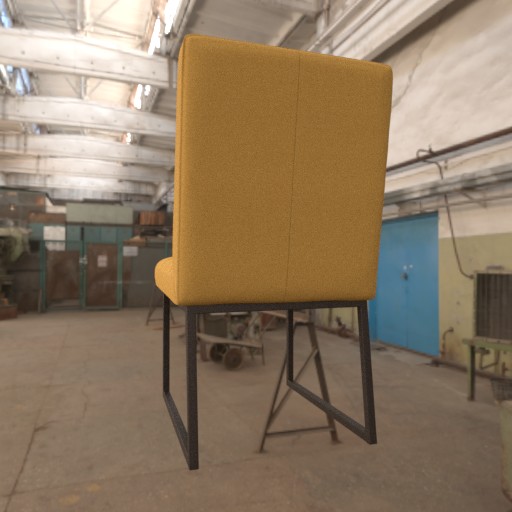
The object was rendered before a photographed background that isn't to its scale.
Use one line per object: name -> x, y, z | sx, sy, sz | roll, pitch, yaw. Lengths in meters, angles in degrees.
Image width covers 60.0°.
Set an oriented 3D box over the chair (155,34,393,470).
chair -> 0.000, 0.000, 1.271 | 0.520, 0.930, 0.634 | 0, -1, -18
